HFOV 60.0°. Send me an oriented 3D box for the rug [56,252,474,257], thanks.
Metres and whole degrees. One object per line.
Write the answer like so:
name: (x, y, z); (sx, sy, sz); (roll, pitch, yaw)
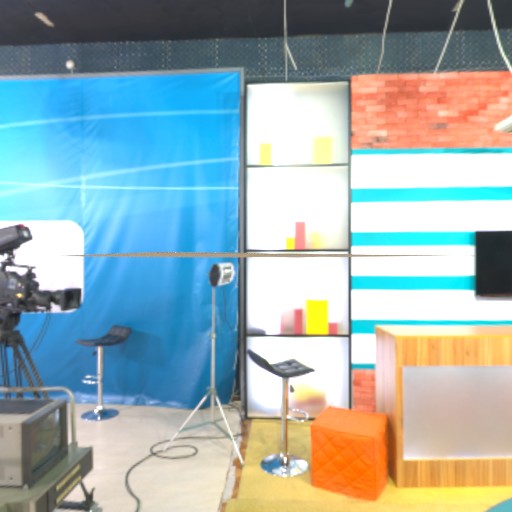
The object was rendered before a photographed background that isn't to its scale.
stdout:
rug: (0.000, 0.000, 3.888); (2.880, 0.005, 2.391); (0, -1, -36)
